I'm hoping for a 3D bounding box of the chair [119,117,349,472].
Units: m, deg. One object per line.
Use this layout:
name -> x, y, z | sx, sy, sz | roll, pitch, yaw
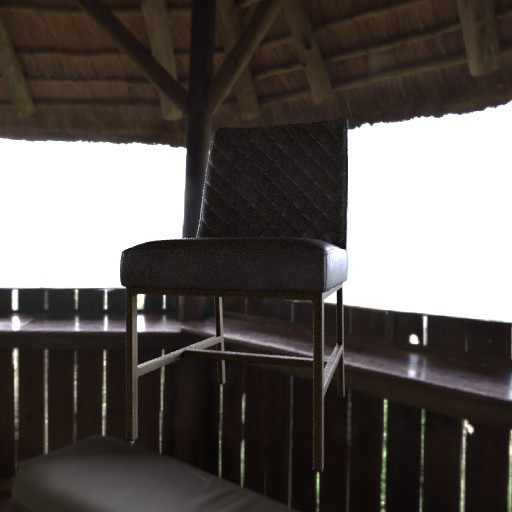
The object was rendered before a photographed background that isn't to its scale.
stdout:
chair -> 0.000, 0.000, 1.247 | 0.508, 0.889, 0.587 | 0, 1, 19
